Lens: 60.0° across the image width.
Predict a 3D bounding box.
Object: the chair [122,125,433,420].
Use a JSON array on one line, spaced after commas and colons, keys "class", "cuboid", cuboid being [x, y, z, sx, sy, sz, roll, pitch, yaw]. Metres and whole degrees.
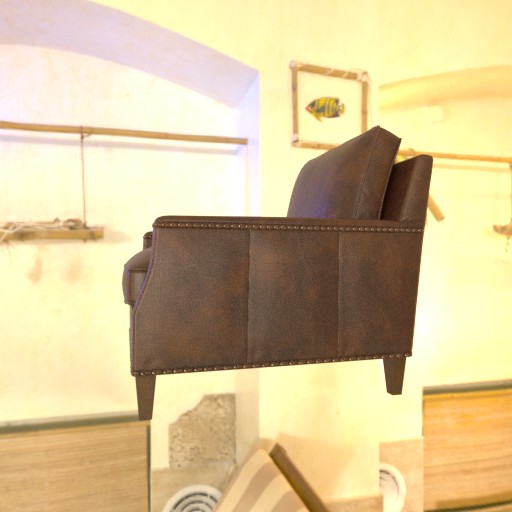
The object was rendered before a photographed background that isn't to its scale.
[{"class": "chair", "cuboid": [0.000, 0.000, 1.754, 1.014, 0.929, 0.853, 0, 0, -16]}]
